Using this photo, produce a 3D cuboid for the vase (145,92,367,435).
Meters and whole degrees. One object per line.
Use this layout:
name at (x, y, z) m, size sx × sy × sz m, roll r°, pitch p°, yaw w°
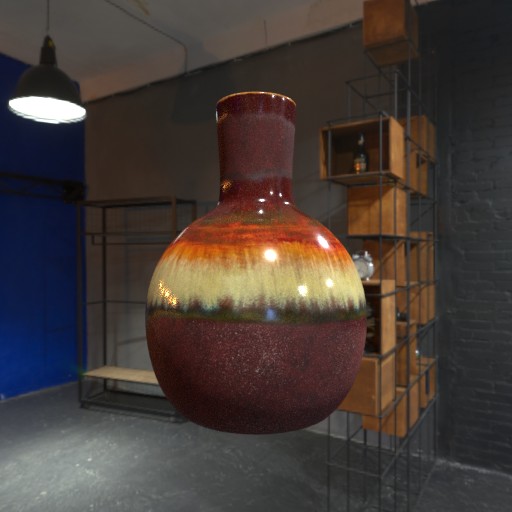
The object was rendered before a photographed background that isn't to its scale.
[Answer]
vase at (0.000, 0.000, 0.228) m, size 0.111 × 0.154 × 0.111 m, roll 0°, pitch 0°, yaw 0°
